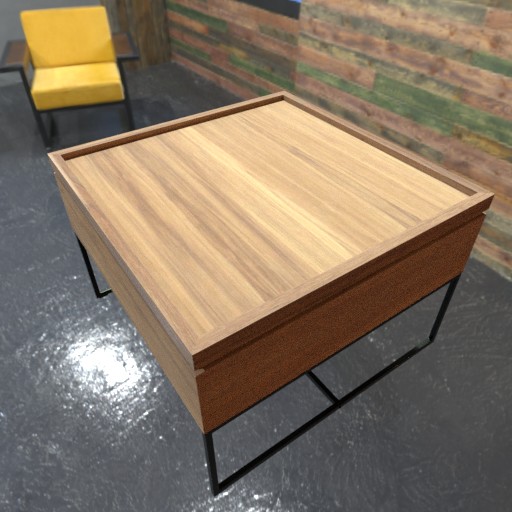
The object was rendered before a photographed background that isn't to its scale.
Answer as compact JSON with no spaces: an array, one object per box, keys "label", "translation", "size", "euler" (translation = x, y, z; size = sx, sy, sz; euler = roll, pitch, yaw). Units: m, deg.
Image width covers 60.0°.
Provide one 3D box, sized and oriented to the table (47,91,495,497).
[{"label":"table","translation":[0.000,0.000,1.086],"size":[0.676,0.464,0.679],"euler":[-24,46,-26]}]
